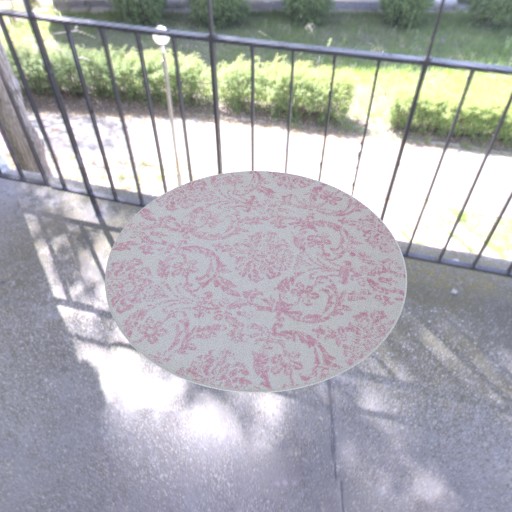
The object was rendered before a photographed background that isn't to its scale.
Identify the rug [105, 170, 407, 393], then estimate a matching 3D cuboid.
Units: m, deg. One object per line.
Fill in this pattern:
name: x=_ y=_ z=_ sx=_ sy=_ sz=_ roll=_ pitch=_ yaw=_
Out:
rug: x=0.000 y=0.000 z=2.401 sx=1.593 sy=0.012 sz=1.593 roll=0 pitch=46 yaw=0
